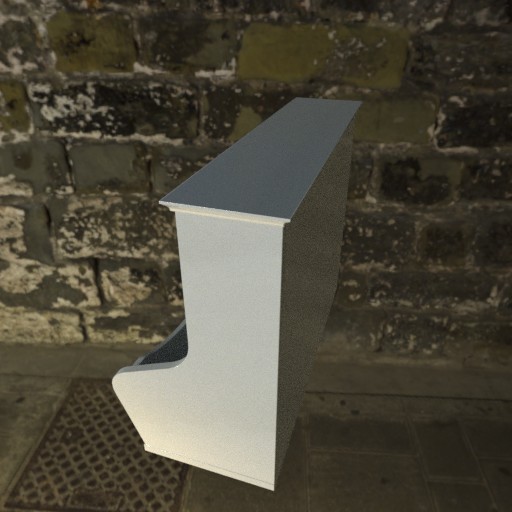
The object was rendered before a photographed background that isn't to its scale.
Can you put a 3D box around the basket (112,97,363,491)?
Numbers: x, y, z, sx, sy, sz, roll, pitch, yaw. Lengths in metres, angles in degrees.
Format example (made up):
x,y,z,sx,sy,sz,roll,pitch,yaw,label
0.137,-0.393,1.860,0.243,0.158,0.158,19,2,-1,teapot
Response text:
x,y,z,sx,sy,sz,roll,pitch,yaw,label
0.000,0.000,1.076,0.350,0.600,0.780,9,31,16,basket
